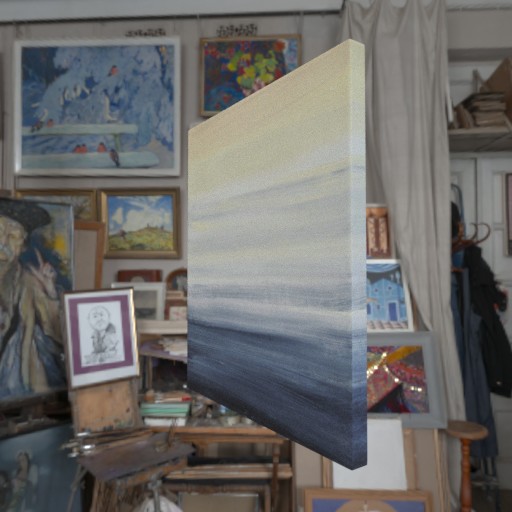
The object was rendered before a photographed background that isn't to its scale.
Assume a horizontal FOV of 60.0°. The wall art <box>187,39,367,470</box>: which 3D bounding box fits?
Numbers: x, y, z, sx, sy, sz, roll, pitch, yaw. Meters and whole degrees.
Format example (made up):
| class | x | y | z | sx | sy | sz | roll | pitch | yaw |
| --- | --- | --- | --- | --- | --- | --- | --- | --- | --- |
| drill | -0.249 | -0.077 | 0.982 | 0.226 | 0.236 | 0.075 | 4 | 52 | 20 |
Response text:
| class | x | y | z | sx | sy | sz | roll | pitch | yaw |
| --- | --- | --- | --- | --- | --- | --- | --- | --- | --- |
| wall art | 0.000 | 0.000 | 0.985 | 0.041 | 0.710 | 0.608 | 1 | -2 | -35 |
